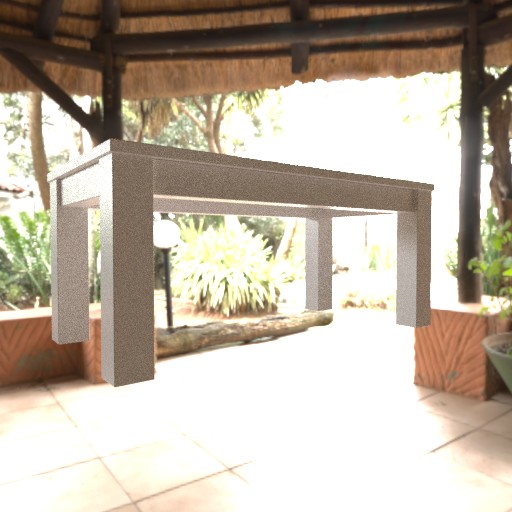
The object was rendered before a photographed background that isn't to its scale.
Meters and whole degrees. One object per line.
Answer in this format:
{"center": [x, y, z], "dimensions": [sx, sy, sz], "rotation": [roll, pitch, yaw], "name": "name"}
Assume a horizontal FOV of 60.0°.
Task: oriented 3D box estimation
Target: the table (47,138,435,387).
{"center": [0.000, 0.000, 2.290], "dimensions": [1.800, 0.790, 0.900], "rotation": [-1, 2, -37], "name": "table"}
